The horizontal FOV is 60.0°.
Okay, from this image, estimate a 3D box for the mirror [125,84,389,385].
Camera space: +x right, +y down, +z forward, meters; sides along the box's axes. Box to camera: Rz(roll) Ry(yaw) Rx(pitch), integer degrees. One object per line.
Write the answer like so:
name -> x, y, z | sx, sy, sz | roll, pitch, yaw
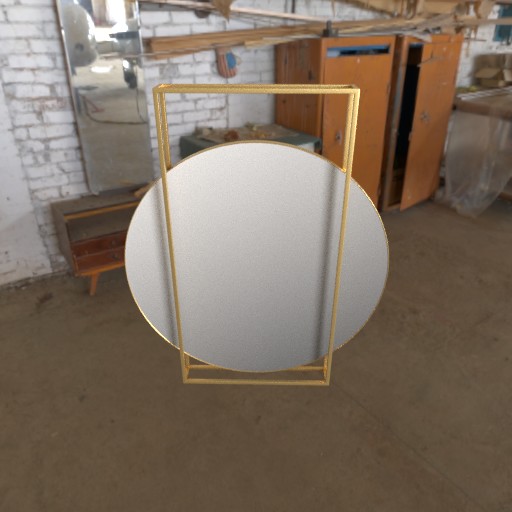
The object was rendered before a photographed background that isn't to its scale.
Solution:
mirror -> 0.000, 0.000, 0.836 | 0.508, 0.603, 0.051 | 1, 28, 1
